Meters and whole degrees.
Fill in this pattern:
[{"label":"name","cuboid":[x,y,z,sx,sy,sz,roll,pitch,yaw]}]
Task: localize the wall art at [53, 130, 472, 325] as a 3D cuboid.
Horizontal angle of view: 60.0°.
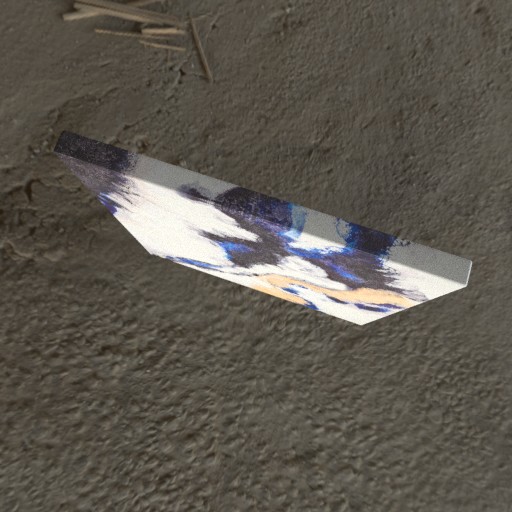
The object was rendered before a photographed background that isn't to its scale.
[{"label":"wall art","cuboid":[0.000,0.000,0.914,0.609,0.609,0.039,18,77,4]}]
